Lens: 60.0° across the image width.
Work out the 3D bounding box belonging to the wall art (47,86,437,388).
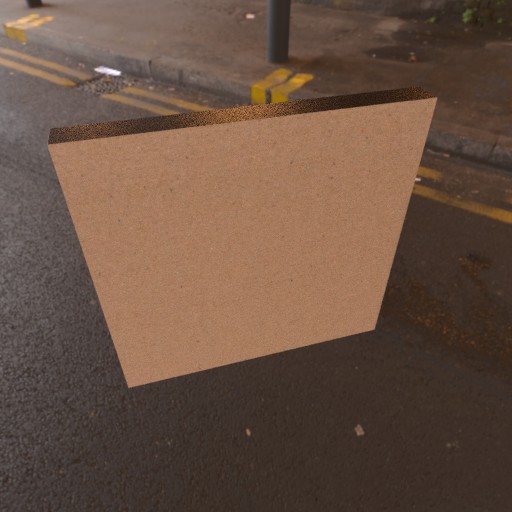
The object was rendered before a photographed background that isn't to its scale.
[{"bbox_3d":[0.000,0.000,0.474,0.327,0.318,0.029,-11,42,-12],"label":"wall art"}]
